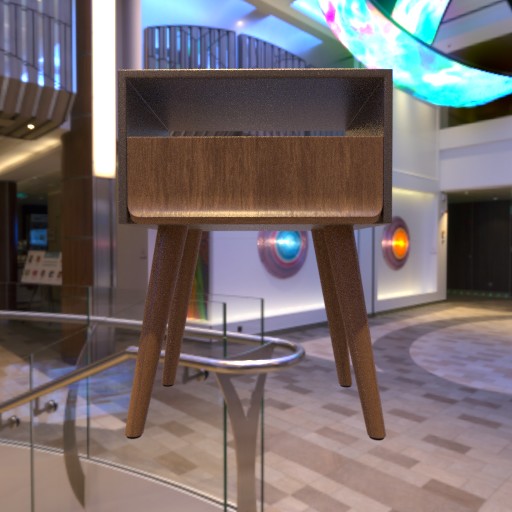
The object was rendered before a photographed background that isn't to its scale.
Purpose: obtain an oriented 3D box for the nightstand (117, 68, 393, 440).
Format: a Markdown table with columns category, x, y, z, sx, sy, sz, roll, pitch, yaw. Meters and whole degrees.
| category | x | y | z | sx | sy | sz | roll | pitch | yaw |
| --- | --- | --- | --- | --- | --- | --- | --- | --- | --- |
| nightstand | 0.000 | 0.000 | 0.733 | 0.370 | 0.508 | 0.288 | 0 | 1 | 1 |
